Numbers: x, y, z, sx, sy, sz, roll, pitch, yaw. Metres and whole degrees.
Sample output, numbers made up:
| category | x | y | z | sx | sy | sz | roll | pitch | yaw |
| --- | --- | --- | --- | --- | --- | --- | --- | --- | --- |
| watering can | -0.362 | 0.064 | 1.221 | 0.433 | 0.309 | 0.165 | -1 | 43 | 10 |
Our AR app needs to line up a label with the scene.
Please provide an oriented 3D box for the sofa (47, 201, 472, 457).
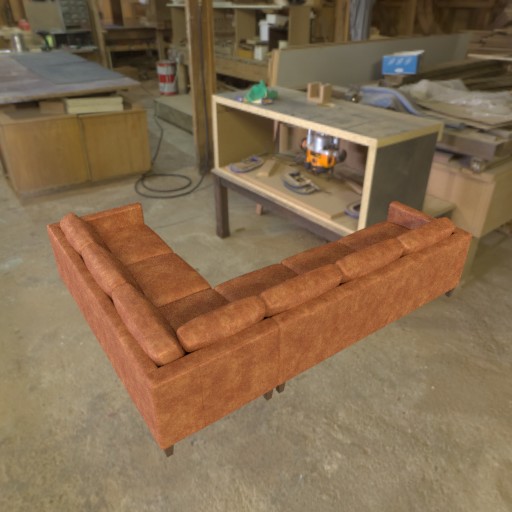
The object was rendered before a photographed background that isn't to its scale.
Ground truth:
| category | x | y | z | sx | sy | sz | roll | pitch | yaw |
| --- | --- | --- | --- | --- | --- | --- | --- | --- | --- |
| sofa | 0.000 | 0.000 | 4.243 | 3.167 | 0.838 | 2.438 | -20 | 37 | -29 |
